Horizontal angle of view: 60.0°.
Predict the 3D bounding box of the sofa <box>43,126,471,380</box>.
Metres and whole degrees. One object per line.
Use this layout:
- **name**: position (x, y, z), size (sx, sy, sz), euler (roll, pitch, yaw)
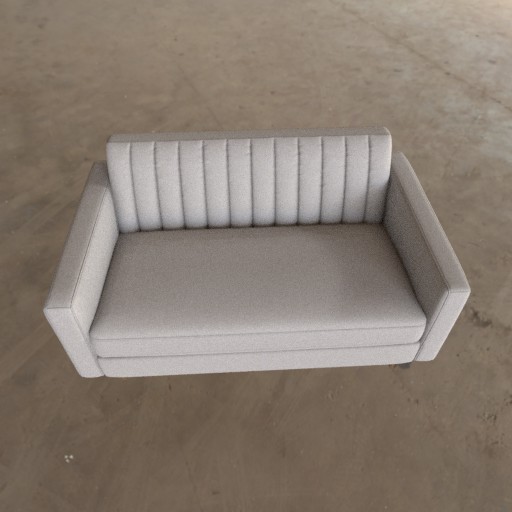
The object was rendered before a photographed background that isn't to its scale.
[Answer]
- **sofa**: position (0.000, 0.000, 2.093), size (1.585, 0.801, 0.950), euler (-2, 46, -2)
